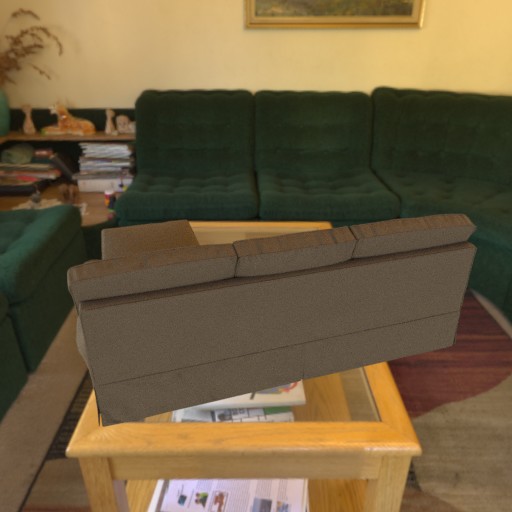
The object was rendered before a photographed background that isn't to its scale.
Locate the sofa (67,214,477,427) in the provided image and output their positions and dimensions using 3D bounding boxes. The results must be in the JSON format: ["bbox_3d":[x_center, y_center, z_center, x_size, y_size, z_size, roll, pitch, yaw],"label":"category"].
[{"bbox_3d":[0.000,0.000,3.319,2.475,0.978,1.733,-8,28,-16],"label":"sofa"}]
